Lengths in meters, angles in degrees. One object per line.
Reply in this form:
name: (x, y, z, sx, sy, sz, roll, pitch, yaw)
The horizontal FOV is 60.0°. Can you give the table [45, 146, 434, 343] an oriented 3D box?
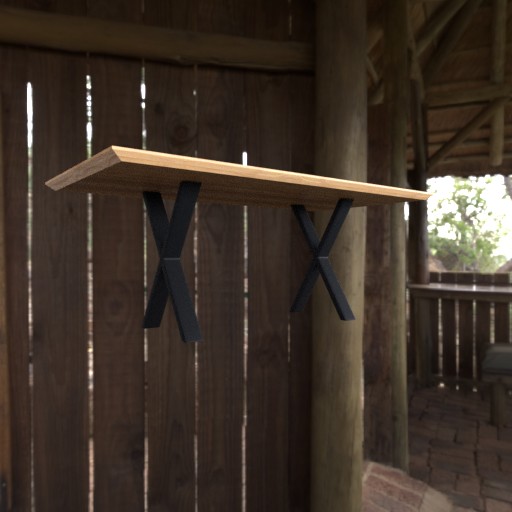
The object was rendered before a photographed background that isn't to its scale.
table: (0.000, 0.000, 2.522, 2.000, 0.770, 1.000, 0, 1, -37)
